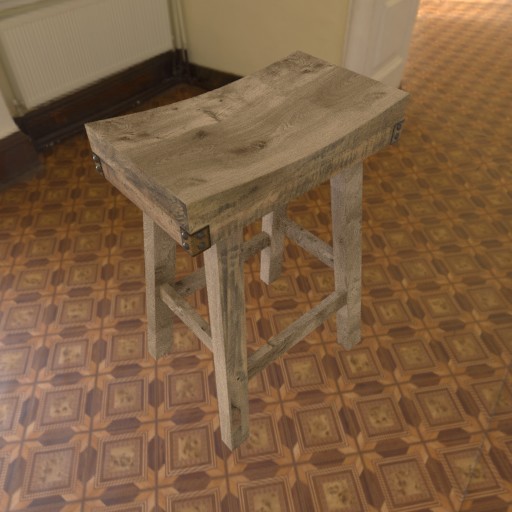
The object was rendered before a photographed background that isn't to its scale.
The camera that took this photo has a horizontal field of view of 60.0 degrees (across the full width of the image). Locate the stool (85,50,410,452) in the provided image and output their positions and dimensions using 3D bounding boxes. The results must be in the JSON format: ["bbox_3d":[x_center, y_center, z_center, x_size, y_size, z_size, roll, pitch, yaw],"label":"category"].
[{"bbox_3d":[0.000,0.000,0.899,0.450,0.635,0.330,-32,53,-28],"label":"stool"}]
